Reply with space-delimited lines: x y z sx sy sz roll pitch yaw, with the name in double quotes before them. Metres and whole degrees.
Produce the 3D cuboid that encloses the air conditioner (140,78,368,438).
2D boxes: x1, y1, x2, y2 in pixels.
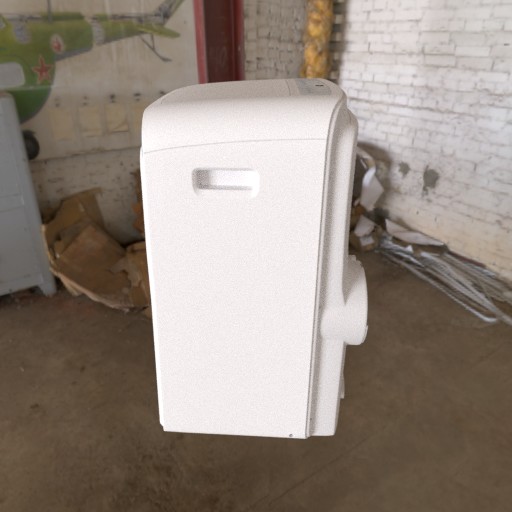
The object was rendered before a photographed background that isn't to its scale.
"air conditioner" 0.000 0.000 1.059 0.467 0.765 0.478 1 27 1
